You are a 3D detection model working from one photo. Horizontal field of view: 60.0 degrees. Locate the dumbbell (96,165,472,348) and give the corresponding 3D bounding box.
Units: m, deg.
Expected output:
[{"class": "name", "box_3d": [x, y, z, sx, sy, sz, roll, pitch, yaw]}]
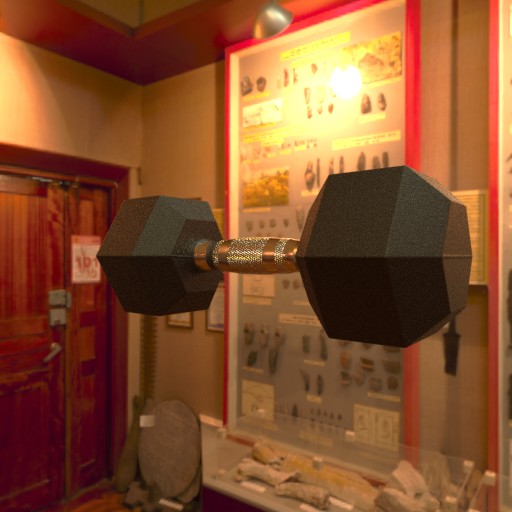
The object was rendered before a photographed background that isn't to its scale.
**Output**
[{"class": "dumbbell", "box_3d": [0.000, 0.000, 0.417, 0.356, 0.123, 0.141, 0, 0, 38]}]
